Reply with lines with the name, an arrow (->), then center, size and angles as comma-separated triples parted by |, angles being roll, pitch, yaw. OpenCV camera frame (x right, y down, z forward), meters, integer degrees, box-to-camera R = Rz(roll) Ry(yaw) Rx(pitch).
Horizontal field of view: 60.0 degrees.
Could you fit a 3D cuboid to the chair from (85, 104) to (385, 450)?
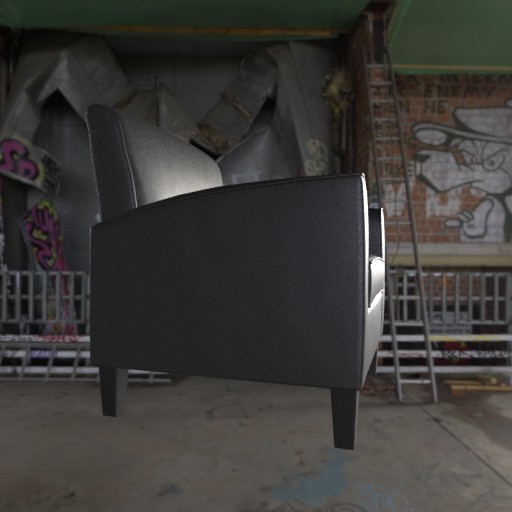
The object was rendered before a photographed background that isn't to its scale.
chair -> 0.000, 0.000, 1.514 | 0.819, 0.916, 0.820 | 0, 0, 19
